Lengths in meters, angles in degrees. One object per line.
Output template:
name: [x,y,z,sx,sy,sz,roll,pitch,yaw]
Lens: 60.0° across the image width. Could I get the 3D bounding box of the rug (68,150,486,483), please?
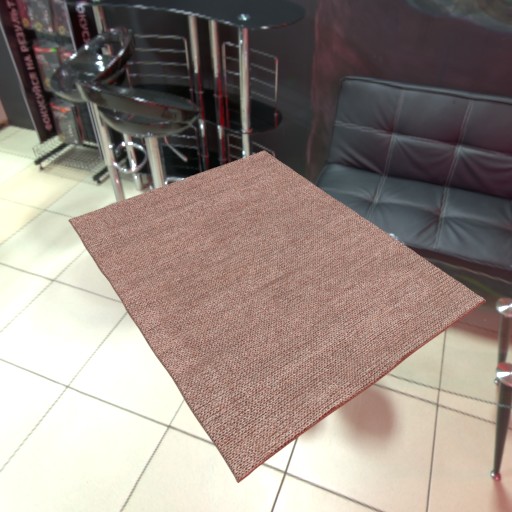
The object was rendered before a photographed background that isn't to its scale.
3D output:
rug: [0.000,0.000,3.995,2.429,0.030,3.052,-25,48,-26]
